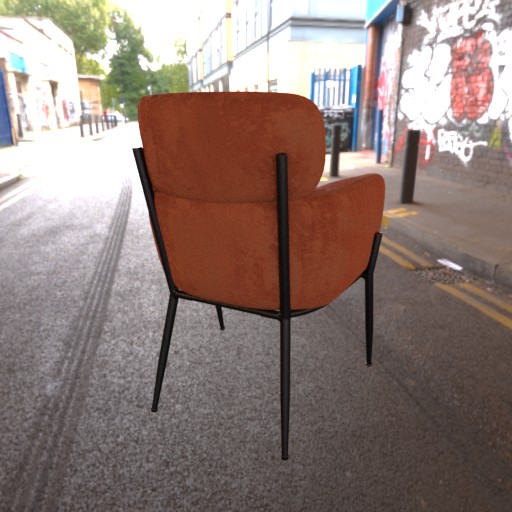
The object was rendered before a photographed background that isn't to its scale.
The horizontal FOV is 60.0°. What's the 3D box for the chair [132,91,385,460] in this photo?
[{"bbox_3d":[0.000,0.000,1.134,0.561,0.772,0.523,9,20,25],"label":"chair"}]
